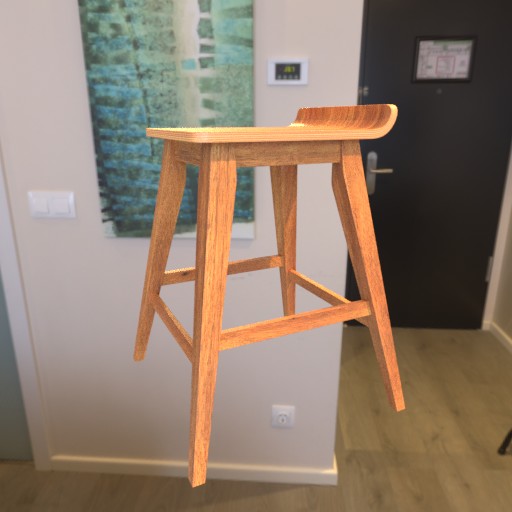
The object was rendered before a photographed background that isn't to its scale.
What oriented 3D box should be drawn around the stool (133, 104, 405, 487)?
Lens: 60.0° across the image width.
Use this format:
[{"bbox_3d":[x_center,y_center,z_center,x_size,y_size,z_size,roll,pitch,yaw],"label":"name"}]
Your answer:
[{"bbox_3d":[0.000,0.000,1.008,0.500,0.650,0.500,-8,19,-25],"label":"stool"}]
